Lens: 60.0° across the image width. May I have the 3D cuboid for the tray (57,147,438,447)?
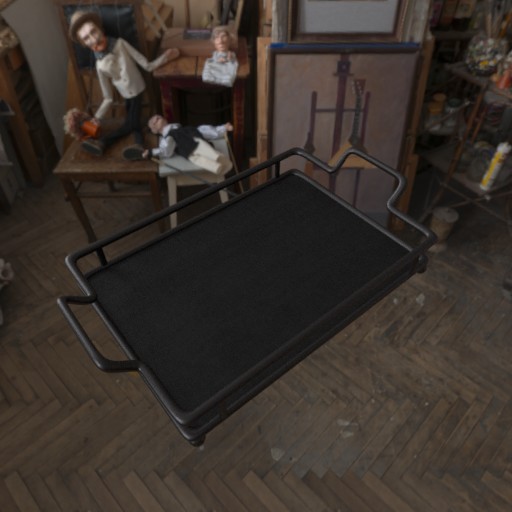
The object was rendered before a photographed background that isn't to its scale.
[{"bbox_3d":[0.000,0.000,0.609,0.495,0.101,0.297,-31,54,-26],"label":"tray"}]
